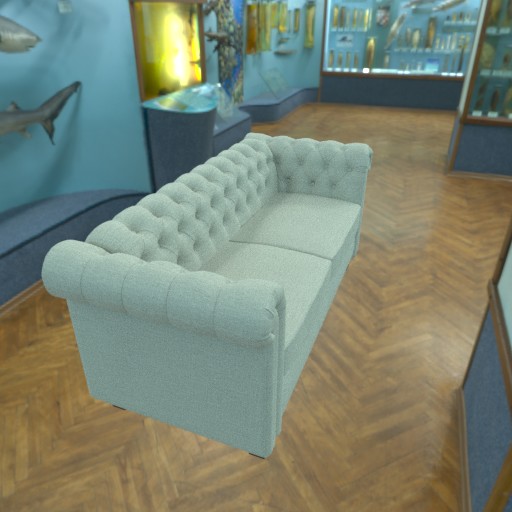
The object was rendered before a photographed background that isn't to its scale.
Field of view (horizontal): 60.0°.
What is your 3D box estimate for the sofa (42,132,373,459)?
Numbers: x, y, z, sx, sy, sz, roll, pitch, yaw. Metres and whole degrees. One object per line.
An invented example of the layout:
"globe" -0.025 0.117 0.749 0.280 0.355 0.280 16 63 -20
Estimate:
"sofa" 0.000 0.000 2.168 0.783 0.797 1.798 11 31 19
